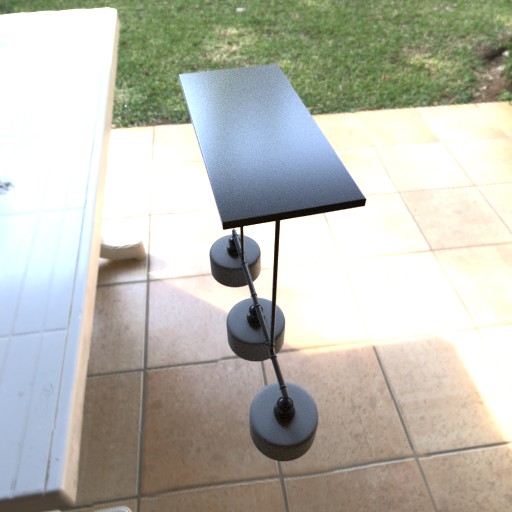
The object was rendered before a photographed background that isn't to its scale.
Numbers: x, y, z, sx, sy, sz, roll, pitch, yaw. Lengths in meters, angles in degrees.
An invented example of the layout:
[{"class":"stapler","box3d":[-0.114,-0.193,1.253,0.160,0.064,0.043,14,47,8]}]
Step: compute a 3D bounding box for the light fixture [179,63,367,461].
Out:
[{"class":"light fixture","box3d":[0.000,0.000,0.851,0.177,0.557,0.582,-10,47,-10]}]
